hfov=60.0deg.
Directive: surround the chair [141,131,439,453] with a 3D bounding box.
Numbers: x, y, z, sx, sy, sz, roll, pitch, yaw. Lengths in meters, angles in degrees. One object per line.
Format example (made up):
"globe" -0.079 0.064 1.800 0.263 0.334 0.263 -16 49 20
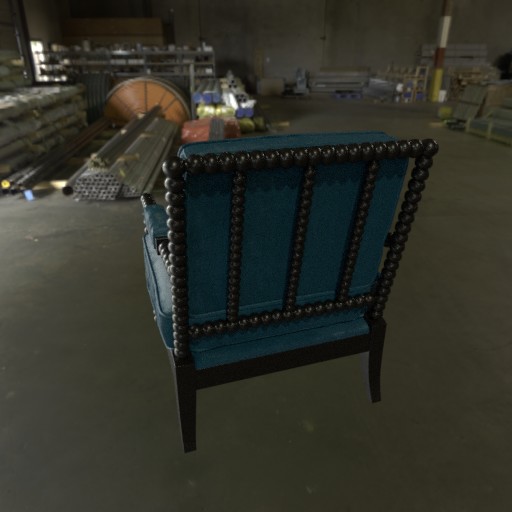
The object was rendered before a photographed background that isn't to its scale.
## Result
"chair" 0.000 0.000 1.441 0.688 0.857 0.805 -8 26 -17
